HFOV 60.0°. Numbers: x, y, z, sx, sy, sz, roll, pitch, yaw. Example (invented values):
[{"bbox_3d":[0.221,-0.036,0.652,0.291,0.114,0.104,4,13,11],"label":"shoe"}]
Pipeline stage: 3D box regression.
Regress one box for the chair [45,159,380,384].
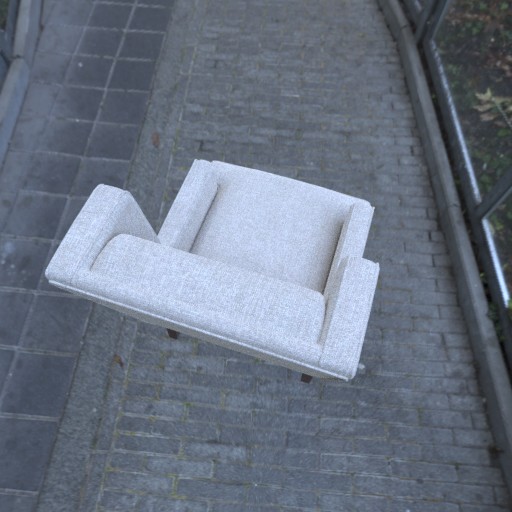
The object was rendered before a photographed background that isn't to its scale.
[{"bbox_3d":[0.000,0.000,1.664,0.764,1.082,0.948,17,64,8],"label":"chair"}]
